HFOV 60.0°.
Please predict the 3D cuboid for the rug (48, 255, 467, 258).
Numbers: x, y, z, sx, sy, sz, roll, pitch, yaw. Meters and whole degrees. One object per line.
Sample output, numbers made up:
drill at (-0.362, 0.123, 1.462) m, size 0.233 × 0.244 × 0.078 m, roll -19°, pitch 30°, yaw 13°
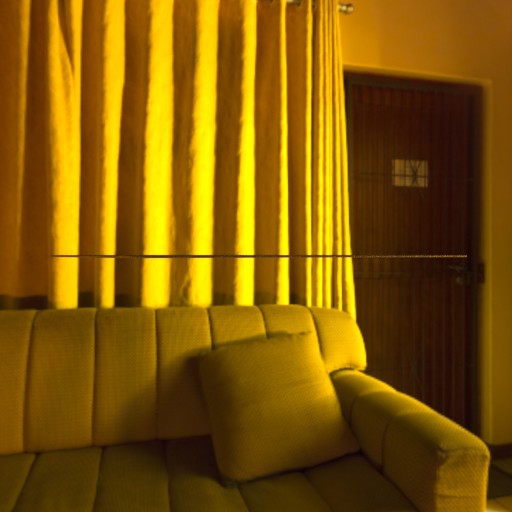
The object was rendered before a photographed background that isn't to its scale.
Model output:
rug at (0.000, 0.000, 2.886) m, size 2.214 × 0.013 × 1.609 m, roll 0°, pitch 0°, yaw -35°
